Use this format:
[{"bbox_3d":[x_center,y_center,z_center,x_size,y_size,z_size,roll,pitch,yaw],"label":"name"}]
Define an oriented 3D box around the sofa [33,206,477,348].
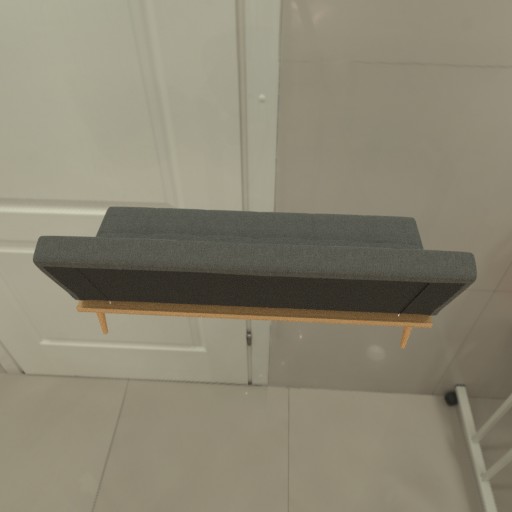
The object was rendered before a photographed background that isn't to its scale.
[{"bbox_3d":[0.000,0.000,2.288,1.820,0.770,0.820,2,46,2],"label":"sofa"}]
